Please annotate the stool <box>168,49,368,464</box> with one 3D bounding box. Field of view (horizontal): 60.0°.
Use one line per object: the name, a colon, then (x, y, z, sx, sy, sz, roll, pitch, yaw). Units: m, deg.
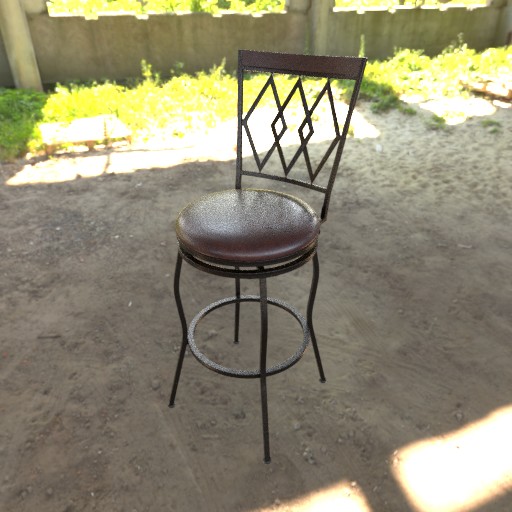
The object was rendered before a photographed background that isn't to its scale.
stool: (0.000, 0.000, 1.398, 0.432, 1.134, 0.521, 18, 35, 28)
